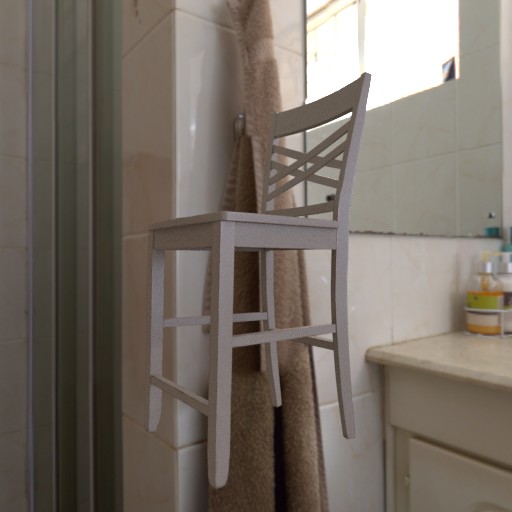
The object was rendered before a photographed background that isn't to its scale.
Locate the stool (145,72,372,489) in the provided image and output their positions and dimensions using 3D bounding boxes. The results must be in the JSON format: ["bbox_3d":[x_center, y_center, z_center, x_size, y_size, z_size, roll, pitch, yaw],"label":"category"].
[{"bbox_3d":[0.000,0.000,1.339,0.539,1.079,0.462,0,-1,-35],"label":"stool"}]
